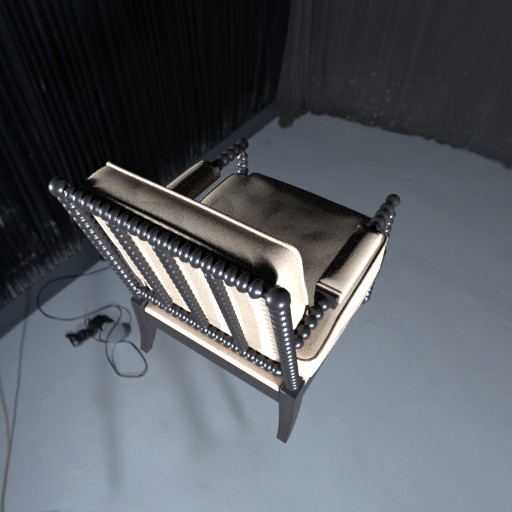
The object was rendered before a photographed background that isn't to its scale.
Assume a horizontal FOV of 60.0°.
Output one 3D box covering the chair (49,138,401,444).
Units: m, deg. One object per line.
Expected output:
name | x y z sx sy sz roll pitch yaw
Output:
chair | 0.000 0.000 1.168 0.555 0.703 0.657 26 52 22
